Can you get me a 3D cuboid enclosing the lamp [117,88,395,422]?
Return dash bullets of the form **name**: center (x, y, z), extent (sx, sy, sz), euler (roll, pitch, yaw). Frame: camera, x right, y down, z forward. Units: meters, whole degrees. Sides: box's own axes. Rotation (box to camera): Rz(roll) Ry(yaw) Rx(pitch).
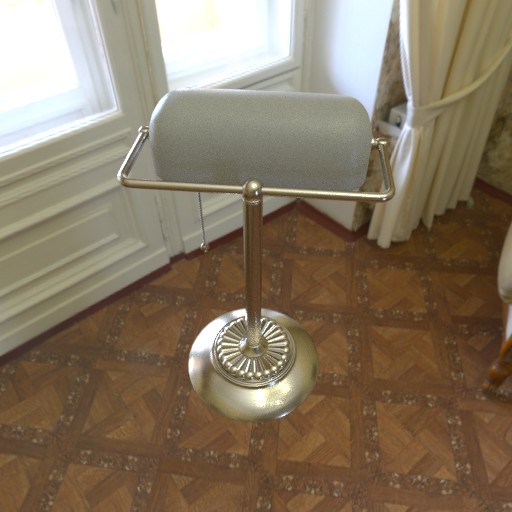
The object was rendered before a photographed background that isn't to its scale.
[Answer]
- **lamp**: center (0.000, 0.000, 0.512), extent (0.264, 0.339, 0.243), euler (4, 45, 4)
